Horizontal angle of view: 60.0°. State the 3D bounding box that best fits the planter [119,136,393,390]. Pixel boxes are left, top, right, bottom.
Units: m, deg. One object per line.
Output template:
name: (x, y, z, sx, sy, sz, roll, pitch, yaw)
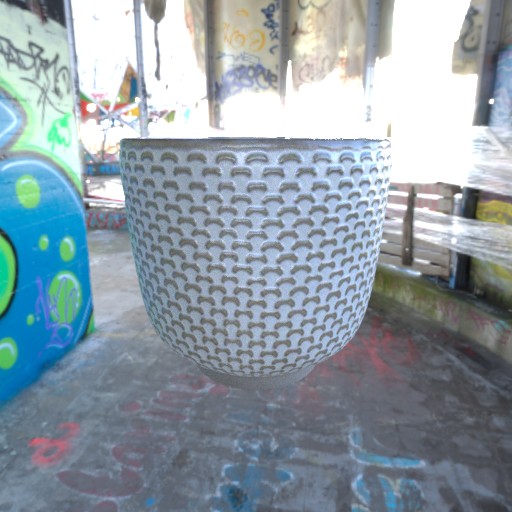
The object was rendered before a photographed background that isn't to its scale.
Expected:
planter: (0.000, 0.000, 0.309, 0.173, 0.160, 0.173, 0, 15, 0)
